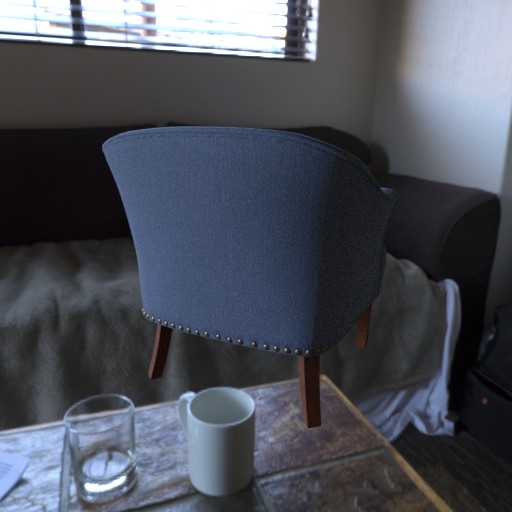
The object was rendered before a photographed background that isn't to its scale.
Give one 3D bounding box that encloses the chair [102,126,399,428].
[{"bbox_3d":[0.000,0.000,1.443,0.798,0.815,0.704,8,19,26],"label":"chair"}]
